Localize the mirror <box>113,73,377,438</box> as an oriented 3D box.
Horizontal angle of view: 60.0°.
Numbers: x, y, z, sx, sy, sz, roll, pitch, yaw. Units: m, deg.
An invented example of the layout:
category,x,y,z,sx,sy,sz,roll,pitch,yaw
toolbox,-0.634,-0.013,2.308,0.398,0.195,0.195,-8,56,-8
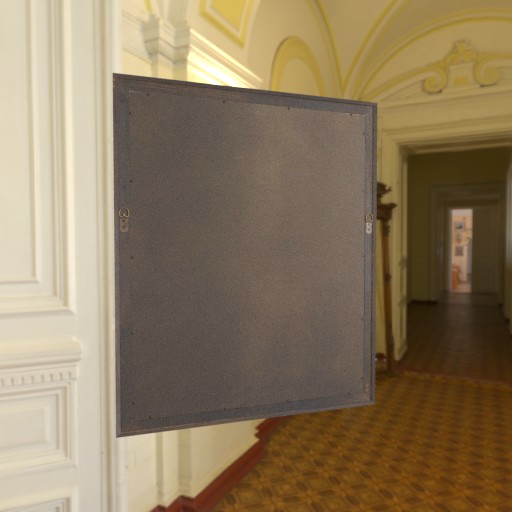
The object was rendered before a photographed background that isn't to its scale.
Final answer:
category,x,y,z,sx,sy,sz,roll,pitch,yaw
mirror,0.000,0.000,1.199,0.730,0.882,0.032,-1,2,-18
